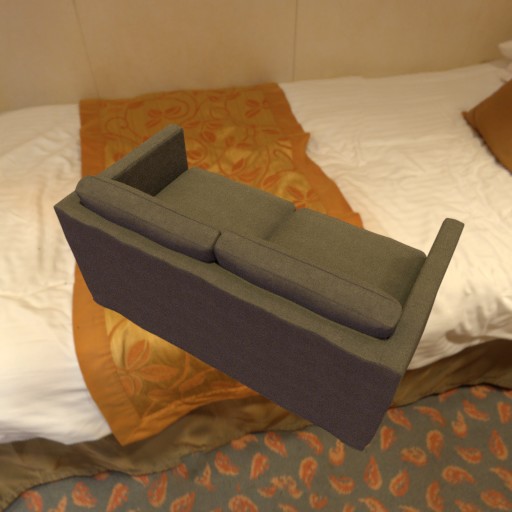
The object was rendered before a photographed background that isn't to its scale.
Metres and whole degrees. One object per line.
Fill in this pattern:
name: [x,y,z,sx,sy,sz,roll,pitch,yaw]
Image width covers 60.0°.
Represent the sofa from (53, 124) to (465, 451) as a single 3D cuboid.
sofa: [0.000,0.000,2.347,1.802,0.854,0.974,24,51,21]
